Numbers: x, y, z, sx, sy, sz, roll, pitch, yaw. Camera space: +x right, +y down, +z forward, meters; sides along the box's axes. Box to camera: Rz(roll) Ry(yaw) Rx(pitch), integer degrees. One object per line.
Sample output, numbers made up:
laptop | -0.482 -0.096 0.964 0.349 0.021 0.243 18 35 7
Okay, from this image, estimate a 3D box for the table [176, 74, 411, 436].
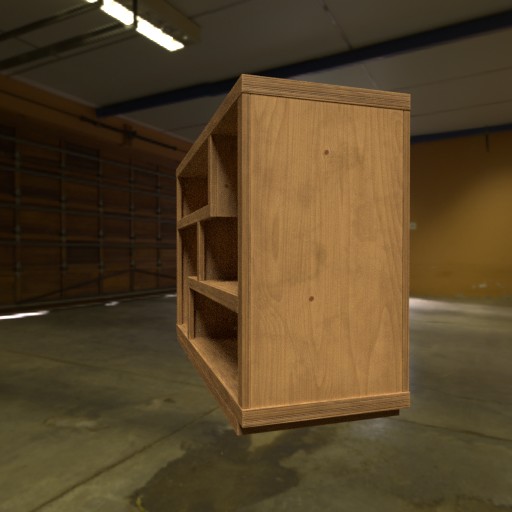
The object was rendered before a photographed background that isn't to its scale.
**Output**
table | 0.000 0.000 1.532 0.410 0.771 1.151 0 1 -17
